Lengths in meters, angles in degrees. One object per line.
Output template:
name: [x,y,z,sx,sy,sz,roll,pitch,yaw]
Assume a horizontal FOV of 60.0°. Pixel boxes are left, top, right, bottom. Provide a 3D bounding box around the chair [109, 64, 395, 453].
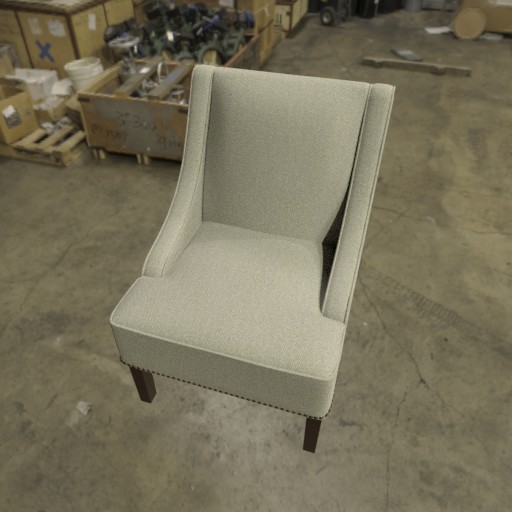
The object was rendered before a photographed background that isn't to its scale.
chair: [0.000,0.000,1.366,0.628,0.872,0.748,12,42,13]
